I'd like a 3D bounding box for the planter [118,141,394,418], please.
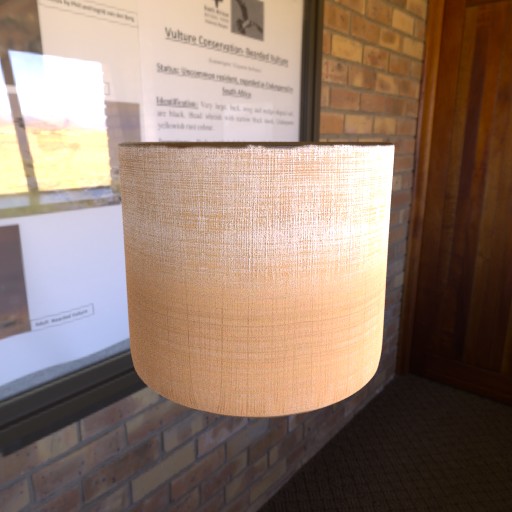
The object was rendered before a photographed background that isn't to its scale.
[{"bbox_3d":[0.000,0.000,0.443,0.254,0.221,0.254,0,15,0],"label":"planter"}]
